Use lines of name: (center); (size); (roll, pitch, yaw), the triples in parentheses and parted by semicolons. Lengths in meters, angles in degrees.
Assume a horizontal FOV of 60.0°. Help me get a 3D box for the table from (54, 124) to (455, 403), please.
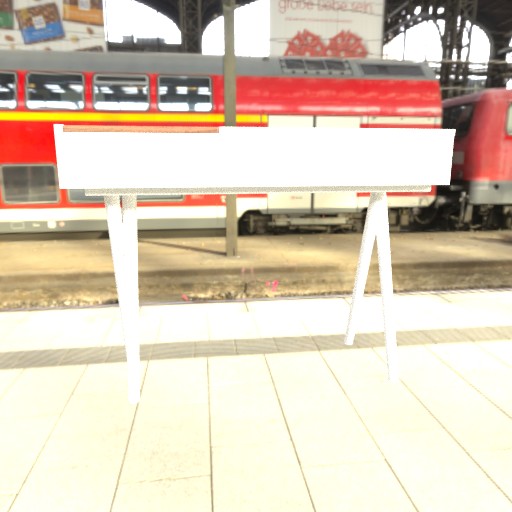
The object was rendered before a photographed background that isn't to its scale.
table: (0.000, 0.000, 1.448); (1.066, 0.785, 0.418); (-2, 13, -9)
